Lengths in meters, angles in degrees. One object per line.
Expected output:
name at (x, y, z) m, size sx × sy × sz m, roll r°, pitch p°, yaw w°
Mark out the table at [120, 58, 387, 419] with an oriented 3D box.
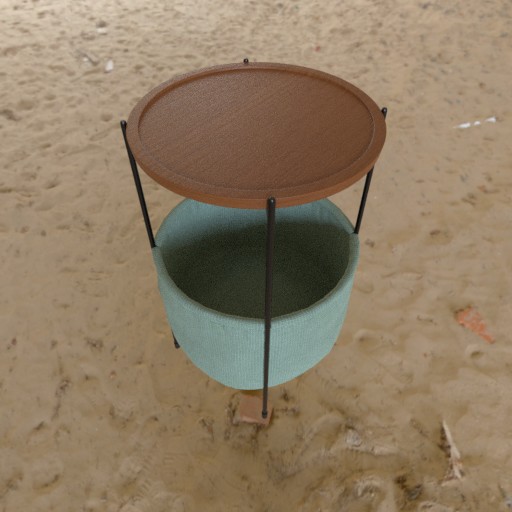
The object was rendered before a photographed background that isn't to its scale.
table at (0.000, 0.000, 0.894) m, size 0.400 × 0.623 × 0.400 m, roll 31°, pitch 54°, yaw 26°
